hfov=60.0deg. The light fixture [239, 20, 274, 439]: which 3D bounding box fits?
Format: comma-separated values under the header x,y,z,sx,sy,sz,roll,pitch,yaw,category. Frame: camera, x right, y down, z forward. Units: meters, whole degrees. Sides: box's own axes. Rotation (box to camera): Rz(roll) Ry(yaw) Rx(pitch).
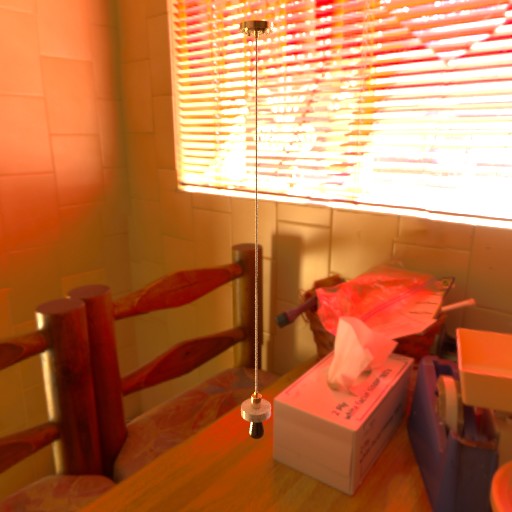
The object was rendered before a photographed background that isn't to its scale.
x,y,z,sx,sy,sz,roll,pitch,yaw,category
0.000,0.000,1.758,0.129,1.669,0.129,2,15,9,light fixture
